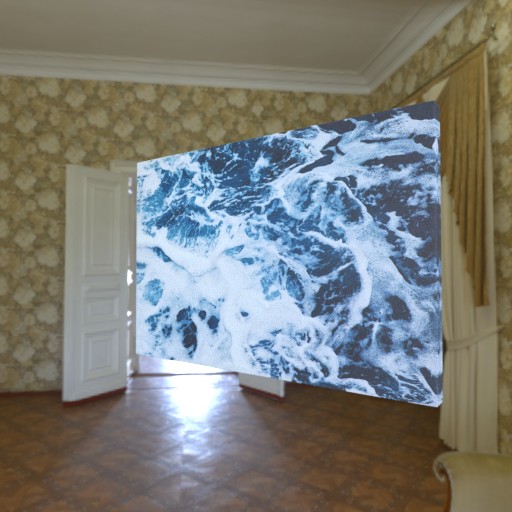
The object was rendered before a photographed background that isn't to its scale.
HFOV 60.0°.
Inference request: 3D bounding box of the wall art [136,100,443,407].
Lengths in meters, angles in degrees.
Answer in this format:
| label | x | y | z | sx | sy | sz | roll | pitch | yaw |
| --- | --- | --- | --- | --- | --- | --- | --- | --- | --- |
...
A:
| label | x | y | z | sx | sy | sz | roll | pitch | yaw |
| --- | --- | --- | --- | --- | --- | --- | --- | --- | --- |
| wall art | 0.000 | 0.000 | 1.163 | 0.915 | 0.610 | 0.042 | -1 | -2 | 36 |
